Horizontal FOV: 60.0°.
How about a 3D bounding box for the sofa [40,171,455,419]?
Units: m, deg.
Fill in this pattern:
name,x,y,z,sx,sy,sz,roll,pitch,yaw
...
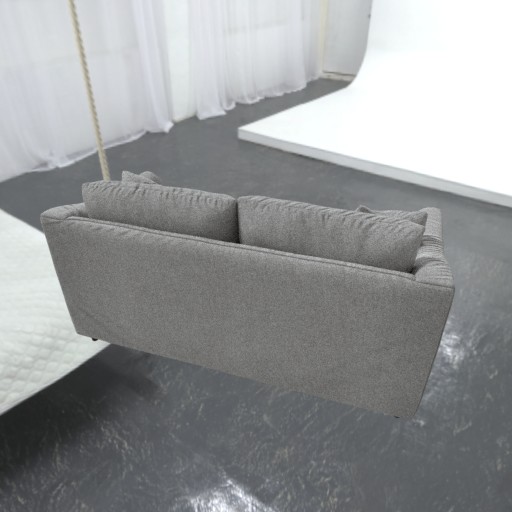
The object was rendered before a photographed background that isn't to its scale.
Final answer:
name,x,y,z,sx,sy,sz,roll,pitch,yaw
sofa,0.000,0.000,2.597,2.010,1.018,1.072,10,34,15
